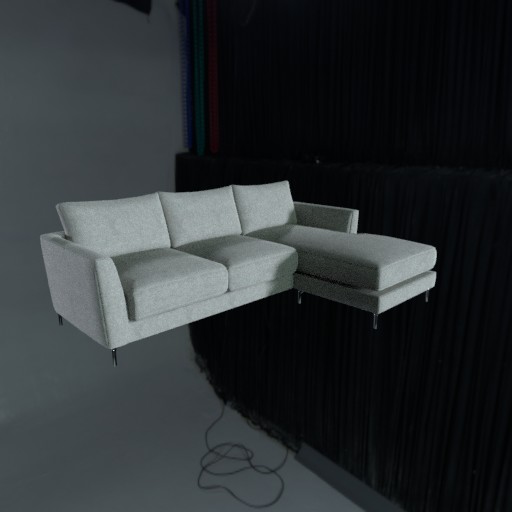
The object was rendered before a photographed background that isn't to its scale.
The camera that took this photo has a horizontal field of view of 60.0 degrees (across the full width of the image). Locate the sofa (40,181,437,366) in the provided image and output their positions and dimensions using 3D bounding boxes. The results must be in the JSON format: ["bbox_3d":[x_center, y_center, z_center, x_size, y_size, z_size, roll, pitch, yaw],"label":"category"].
[{"bbox_3d":[0.000,0.000,3.174,2.438,0.864,1.626,-14,20,-42],"label":"sofa"}]
